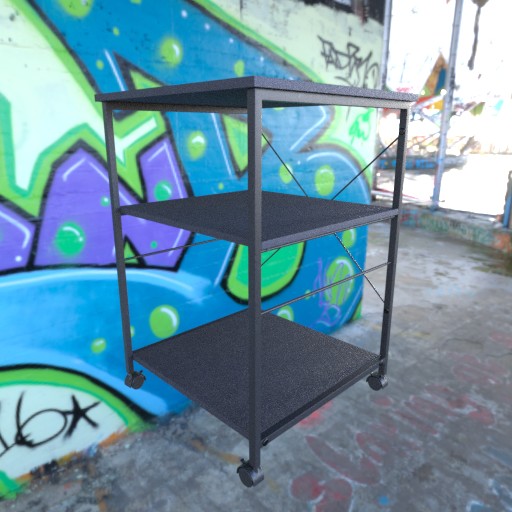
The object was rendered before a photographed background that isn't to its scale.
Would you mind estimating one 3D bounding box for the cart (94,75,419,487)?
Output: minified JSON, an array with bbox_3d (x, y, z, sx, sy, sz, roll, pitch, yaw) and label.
[{"bbox_3d":[0.000,0.000,1.109,0.520,0.762,0.521,-15,22,-42],"label":"cart"}]
